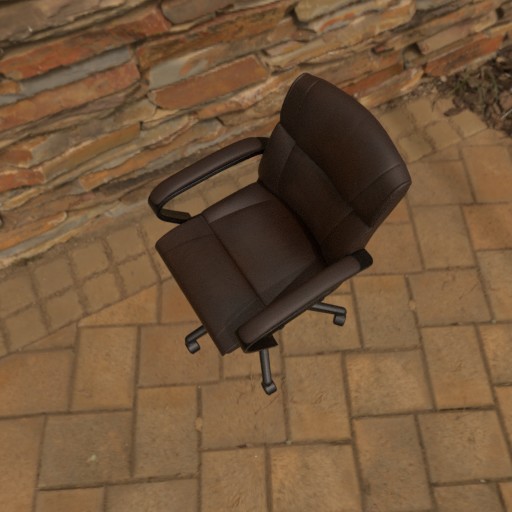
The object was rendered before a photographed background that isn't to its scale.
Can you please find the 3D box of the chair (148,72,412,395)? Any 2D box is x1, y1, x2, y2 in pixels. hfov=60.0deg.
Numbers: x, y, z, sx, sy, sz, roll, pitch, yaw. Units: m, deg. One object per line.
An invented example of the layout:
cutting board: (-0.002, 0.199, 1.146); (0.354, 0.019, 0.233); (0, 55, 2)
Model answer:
chair: (0.000, 0.000, 1.518); (0.717, 1.004, 0.739); (-30, 69, -13)
